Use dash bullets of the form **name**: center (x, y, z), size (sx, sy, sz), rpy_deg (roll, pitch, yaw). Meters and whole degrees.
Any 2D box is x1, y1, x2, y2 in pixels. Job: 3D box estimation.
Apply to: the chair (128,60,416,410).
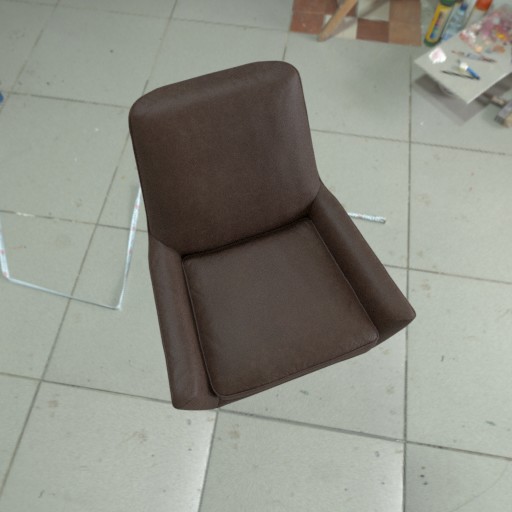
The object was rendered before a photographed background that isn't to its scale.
- **chair**: center (0.000, 0.000, 1.507), size (0.787, 0.888, 0.824), rpy_deg (-19, 66, -9)
